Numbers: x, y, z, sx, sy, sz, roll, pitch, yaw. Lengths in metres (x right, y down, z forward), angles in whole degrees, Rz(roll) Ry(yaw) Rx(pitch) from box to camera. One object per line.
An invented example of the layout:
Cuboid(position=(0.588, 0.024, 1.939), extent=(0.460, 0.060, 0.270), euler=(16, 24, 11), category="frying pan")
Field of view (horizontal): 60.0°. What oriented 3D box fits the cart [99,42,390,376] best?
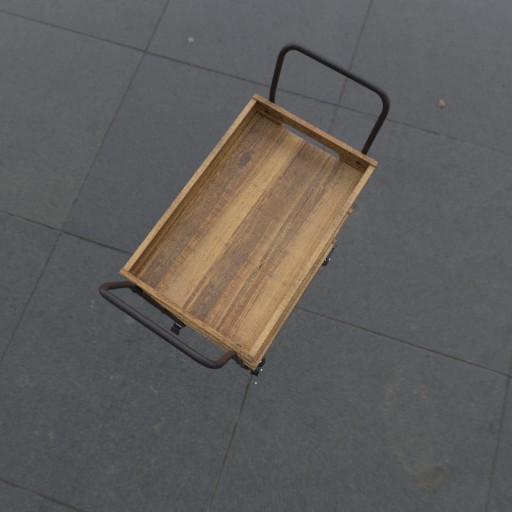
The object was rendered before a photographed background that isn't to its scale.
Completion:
Cuboid(position=(0.000, 0.000, 1.160), extent=(0.339, 0.857, 0.583), euler=(32, 77, 9), category="cart")
